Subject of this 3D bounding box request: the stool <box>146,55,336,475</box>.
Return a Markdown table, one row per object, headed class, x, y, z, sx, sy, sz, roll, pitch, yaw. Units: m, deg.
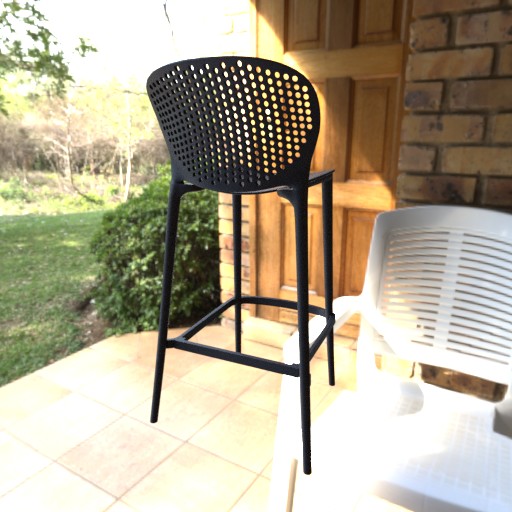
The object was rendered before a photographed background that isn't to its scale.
| class | x | y | z | sx | sy | sz | roll | pitch | yaw |
| --- | --- | --- | --- | --- | --- | --- | --- | --- | --- |
| stool | 0.000 | 0.000 | 1.351 | 0.536 | 1.045 | 0.535 | 7 | 17 | 25 |
